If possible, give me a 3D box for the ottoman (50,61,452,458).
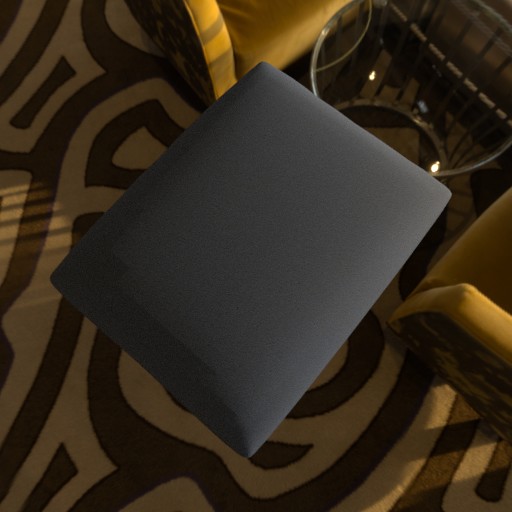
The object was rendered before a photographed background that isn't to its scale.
[{"bbox_3d":[0.000,0.000,1.147,0.584,0.513,0.741,39,78,10],"label":"ottoman"}]
